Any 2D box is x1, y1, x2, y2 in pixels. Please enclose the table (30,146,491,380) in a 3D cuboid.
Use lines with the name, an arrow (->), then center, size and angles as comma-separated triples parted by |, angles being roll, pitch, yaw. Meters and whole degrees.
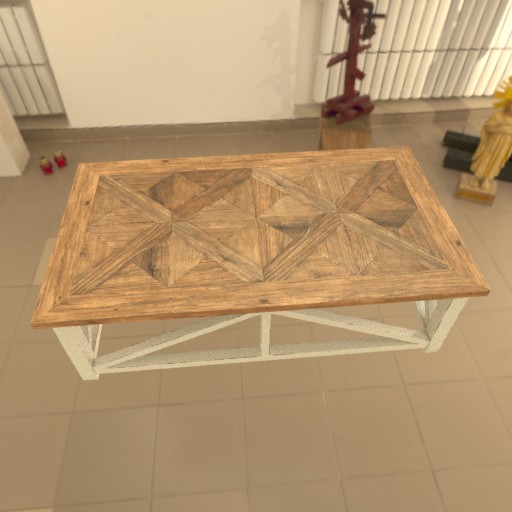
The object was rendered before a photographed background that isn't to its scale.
table -> 0.000, 0.000, 1.760 | 1.400, 0.410, 0.800 | -4, 47, -3
